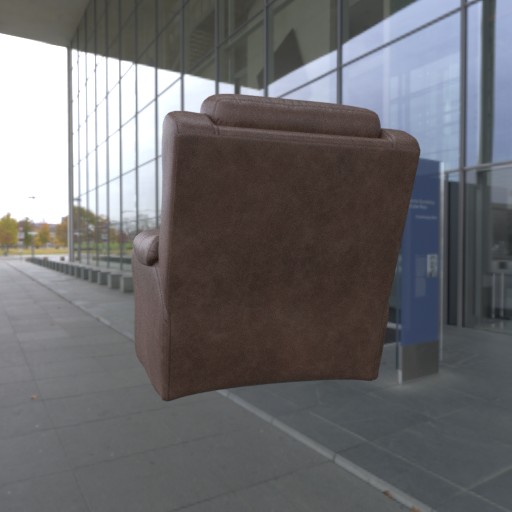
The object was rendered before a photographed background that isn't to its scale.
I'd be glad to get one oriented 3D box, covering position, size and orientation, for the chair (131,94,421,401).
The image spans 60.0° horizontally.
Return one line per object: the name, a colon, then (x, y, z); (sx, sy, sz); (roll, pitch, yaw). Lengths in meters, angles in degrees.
chair: (0.000, 0.000, 1.767); (0.940, 0.990, 1.067); (0, 1, -17)
